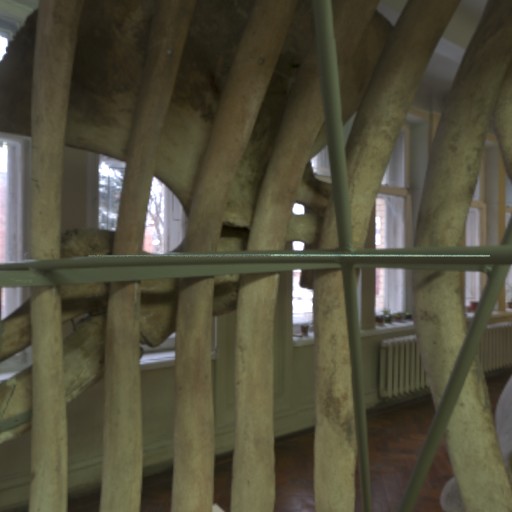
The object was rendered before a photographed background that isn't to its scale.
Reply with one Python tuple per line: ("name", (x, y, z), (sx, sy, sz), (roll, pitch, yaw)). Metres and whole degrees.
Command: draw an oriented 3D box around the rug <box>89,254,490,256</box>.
("rug", (0.000, 0.000, 2.919), (1.522, 0.006, 2.286), (0, 0, -36))
